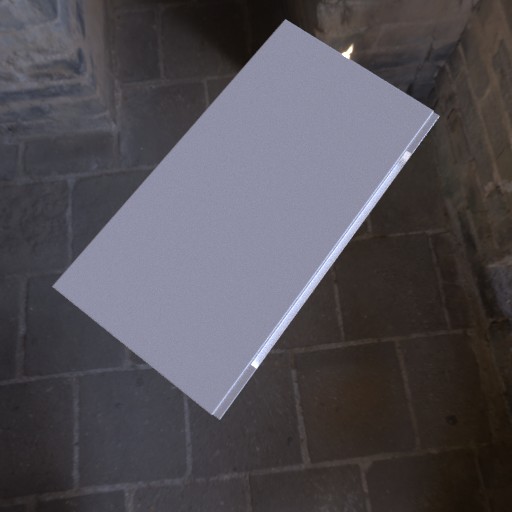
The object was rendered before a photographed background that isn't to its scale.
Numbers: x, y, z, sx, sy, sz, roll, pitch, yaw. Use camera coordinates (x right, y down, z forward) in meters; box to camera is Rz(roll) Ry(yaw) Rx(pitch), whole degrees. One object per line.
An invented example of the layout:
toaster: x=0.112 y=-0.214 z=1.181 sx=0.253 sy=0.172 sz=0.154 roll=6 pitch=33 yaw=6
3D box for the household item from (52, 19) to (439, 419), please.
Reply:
household item: x=0.000 y=0.000 z=1.415 sx=0.420 sy=1.010 sz=0.790 roll=36 pitch=78 yaw=9
